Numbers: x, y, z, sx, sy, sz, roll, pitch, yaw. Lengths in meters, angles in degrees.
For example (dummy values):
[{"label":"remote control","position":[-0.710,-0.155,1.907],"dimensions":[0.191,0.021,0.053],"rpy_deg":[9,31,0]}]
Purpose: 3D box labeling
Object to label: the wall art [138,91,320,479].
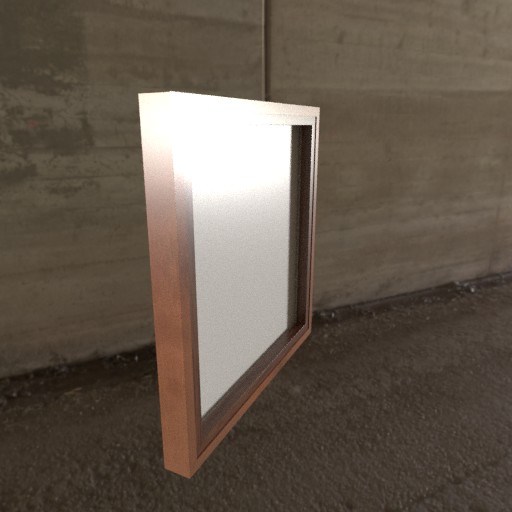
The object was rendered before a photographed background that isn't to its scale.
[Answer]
[{"label":"wall art","position":[0.000,0.000,0.614],"dimensions":[0.035,0.403,0.403],"rpy_deg":[8,18,25]}]
